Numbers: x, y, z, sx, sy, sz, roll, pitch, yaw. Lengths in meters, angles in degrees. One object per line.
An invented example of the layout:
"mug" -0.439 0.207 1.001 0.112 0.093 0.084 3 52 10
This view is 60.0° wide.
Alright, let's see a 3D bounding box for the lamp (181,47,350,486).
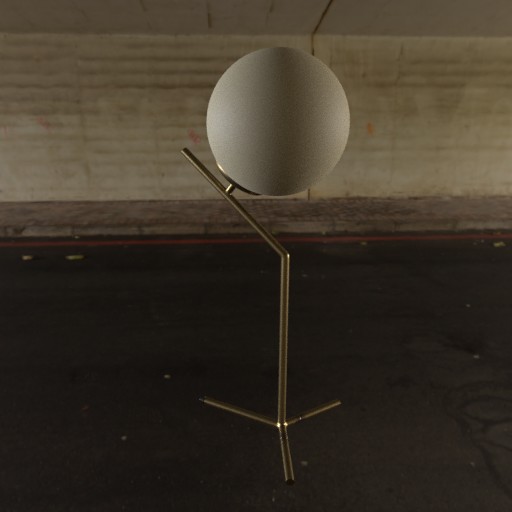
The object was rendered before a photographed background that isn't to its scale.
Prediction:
"lamp" 0.000 0.000 0.646 0.251 0.552 0.210 8 17 27
